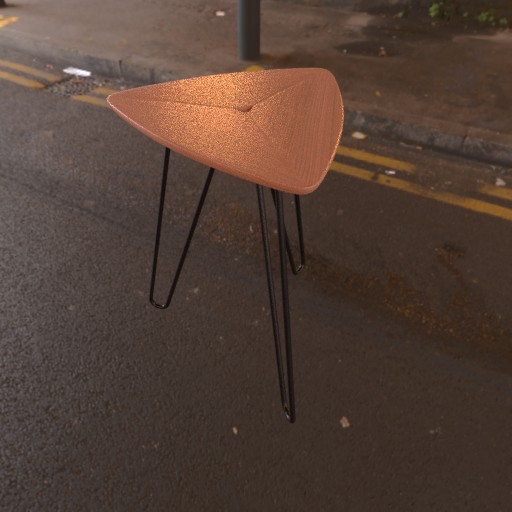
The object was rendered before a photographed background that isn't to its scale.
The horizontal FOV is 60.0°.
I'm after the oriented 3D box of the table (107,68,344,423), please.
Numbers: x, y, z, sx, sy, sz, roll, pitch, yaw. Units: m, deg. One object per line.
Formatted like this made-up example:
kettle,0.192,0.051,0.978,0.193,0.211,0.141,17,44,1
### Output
table,0.000,0.000,0.886,0.442,0.564,0.455,-13,43,-14
